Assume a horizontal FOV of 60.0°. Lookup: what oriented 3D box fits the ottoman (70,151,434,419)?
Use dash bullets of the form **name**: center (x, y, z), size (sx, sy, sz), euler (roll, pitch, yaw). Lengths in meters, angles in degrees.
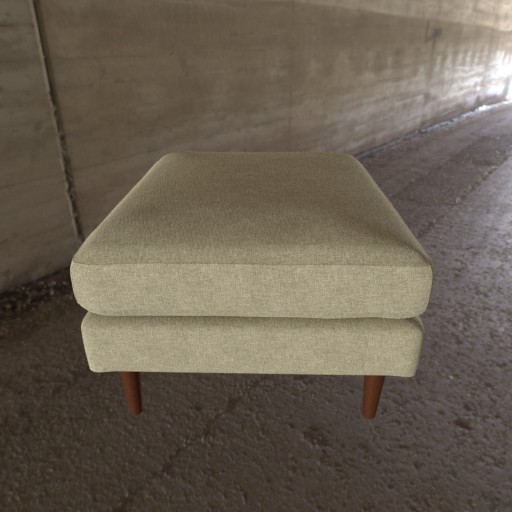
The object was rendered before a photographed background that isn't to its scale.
- **ottoman**: center (0.000, 0.000, 1.247), size (0.693, 0.474, 0.821), euler (1, 26, 1)
